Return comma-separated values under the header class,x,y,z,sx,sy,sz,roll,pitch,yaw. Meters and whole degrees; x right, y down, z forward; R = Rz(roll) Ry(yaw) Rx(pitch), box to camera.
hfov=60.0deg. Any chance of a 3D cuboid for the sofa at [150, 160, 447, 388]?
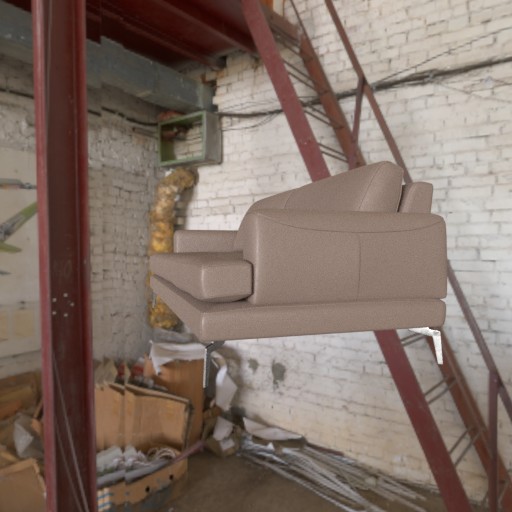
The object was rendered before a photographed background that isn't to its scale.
class,x,y,z,sx,sy,sz,roll,pitch,yaw
sofa,0.000,0.000,2.376,0.974,0.765,1.940,0,1,-18
